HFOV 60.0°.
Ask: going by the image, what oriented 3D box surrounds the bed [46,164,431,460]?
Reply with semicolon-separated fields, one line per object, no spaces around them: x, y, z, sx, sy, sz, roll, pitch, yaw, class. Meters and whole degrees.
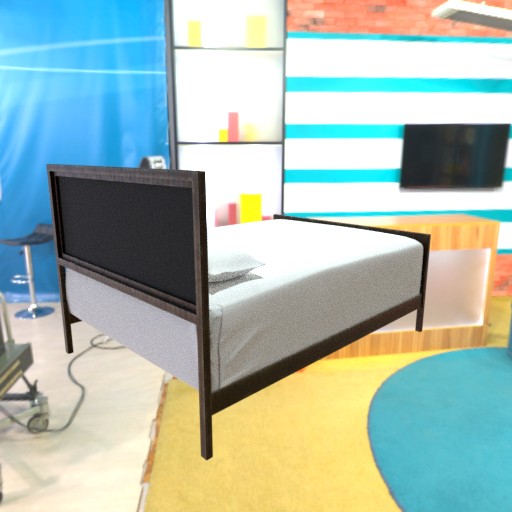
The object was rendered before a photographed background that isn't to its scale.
0.000;0.000;3.210;2.221;1.313;1.607;-13;18;-43;bed
